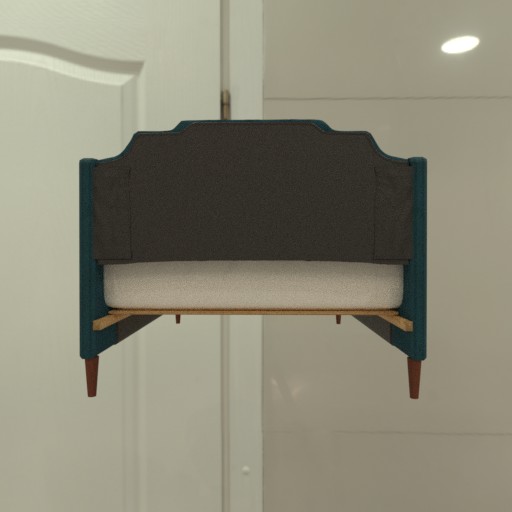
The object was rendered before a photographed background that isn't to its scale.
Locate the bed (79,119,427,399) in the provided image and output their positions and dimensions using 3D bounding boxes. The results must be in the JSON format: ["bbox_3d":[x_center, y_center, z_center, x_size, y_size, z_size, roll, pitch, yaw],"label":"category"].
[{"bbox_3d":[0.000,0.000,3.272,1.676,1.351,2.322,0,1,1],"label":"bed"}]
